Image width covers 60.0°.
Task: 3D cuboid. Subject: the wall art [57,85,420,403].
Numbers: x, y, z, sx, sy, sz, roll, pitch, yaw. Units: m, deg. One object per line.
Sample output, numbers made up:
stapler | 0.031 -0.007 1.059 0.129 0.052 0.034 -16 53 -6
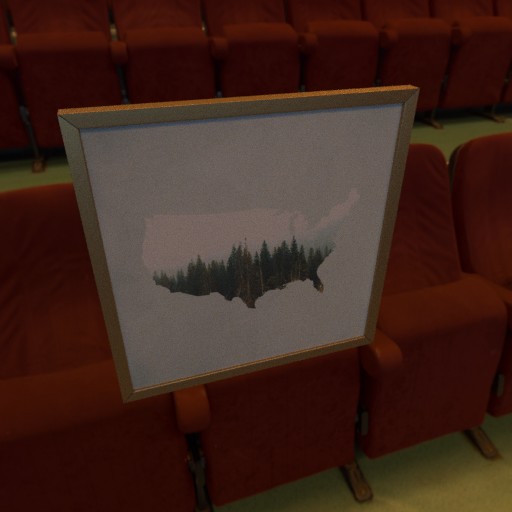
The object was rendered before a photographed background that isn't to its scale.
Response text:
wall art | 0.000 0.000 1.109 0.762 0.762 0.038 -10 33 -15
